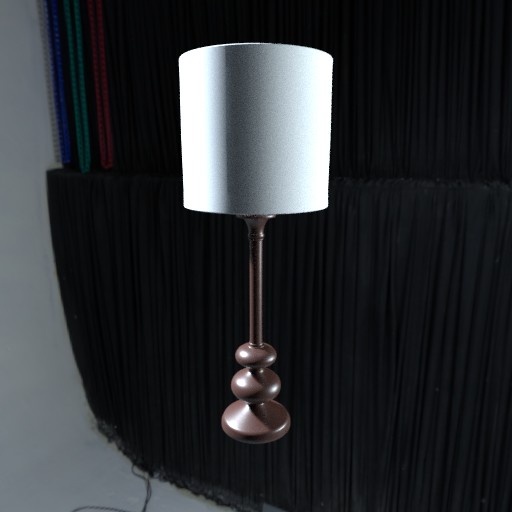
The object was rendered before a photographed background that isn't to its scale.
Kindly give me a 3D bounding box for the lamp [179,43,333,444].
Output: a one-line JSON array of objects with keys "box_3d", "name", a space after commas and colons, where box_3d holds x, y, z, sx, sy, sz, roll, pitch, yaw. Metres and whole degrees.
[{"box_3d": [0.000, 0.000, 0.815, 0.254, 0.690, 0.254, 7, 15, 27], "name": "lamp"}]
